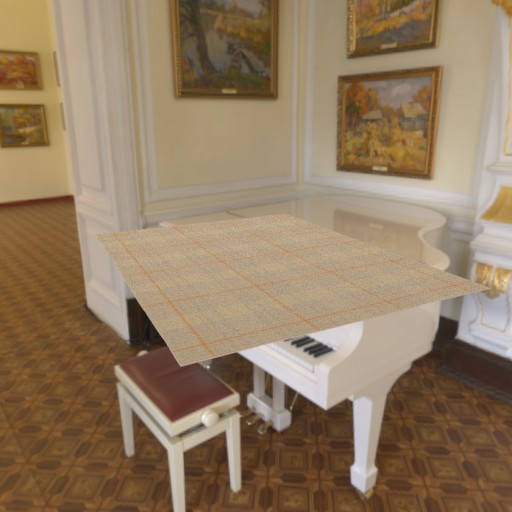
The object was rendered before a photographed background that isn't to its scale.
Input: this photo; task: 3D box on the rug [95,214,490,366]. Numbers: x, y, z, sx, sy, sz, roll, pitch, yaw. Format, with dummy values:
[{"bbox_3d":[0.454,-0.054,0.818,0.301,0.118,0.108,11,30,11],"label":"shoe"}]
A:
[{"bbox_3d":[0.000,0.000,4.131,2.448,0.021,3.051,-9,19,-26],"label":"rug"}]
